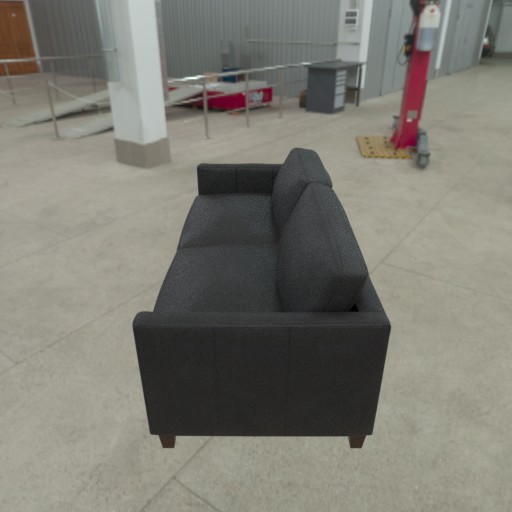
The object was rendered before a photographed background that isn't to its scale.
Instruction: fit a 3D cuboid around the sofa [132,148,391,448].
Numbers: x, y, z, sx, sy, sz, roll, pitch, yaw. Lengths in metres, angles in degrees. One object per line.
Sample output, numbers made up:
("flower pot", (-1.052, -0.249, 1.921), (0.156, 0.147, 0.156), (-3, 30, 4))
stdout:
("sofa", (0.000, 0.000, 2.467), (0.933, 0.863, 1.971), (0, 28, 0))
